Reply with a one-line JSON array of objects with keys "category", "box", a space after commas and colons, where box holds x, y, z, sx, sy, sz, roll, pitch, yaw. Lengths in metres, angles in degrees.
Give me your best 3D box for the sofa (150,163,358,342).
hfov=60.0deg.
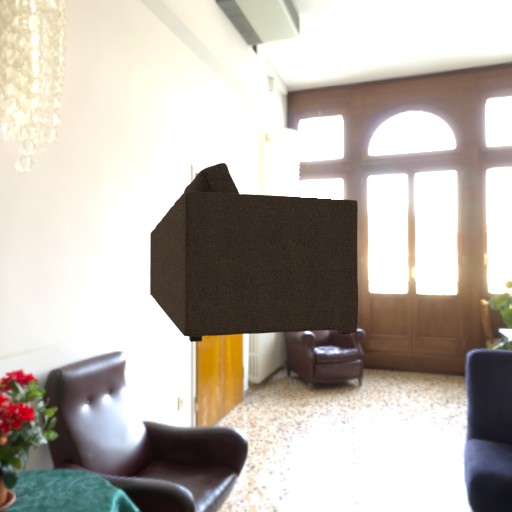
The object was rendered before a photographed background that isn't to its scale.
[{"category": "sofa", "box": [0.000, 0.000, 3.868, 1.650, 0.922, 3.205, 0, -1, -16]}]
